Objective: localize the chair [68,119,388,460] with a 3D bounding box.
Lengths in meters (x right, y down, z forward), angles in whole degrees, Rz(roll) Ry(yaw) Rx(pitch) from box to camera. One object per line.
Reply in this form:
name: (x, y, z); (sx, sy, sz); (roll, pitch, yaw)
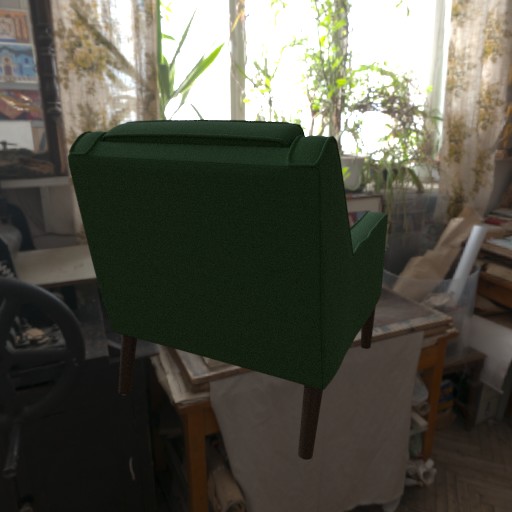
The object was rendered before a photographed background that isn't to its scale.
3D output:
chair: (0.000, 0.000, 1.341); (0.663, 0.792, 0.743); (9, 19, 26)
